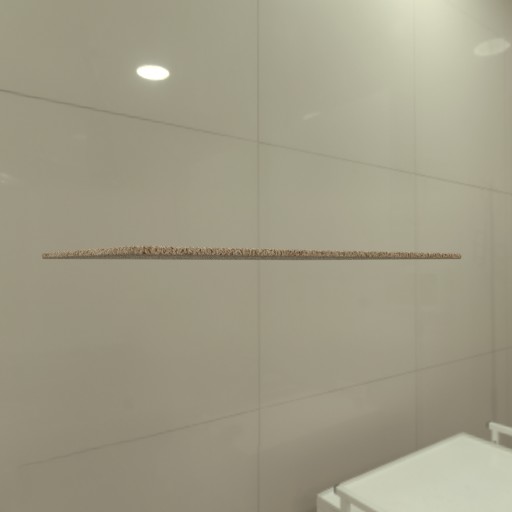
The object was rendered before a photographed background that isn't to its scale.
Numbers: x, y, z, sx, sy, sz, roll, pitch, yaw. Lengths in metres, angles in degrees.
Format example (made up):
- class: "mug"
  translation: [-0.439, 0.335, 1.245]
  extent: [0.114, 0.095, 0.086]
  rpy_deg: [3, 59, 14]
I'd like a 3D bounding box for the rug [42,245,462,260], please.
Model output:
- class: "rug"
  translation: [0.000, 0.000, 2.263]
  extent: [1.778, 0.030, 1.219]
  rpy_deg: [1, -1, -37]
